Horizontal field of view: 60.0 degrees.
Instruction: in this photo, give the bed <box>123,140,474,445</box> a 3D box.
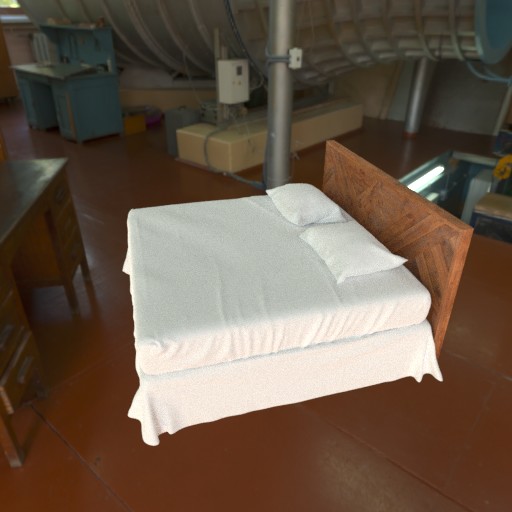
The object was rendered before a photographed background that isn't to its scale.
[{"bbox_3d":[0.000,0.000,3.507,2.165,1.158,2.255,-8,31,-13],"label":"bed"}]
